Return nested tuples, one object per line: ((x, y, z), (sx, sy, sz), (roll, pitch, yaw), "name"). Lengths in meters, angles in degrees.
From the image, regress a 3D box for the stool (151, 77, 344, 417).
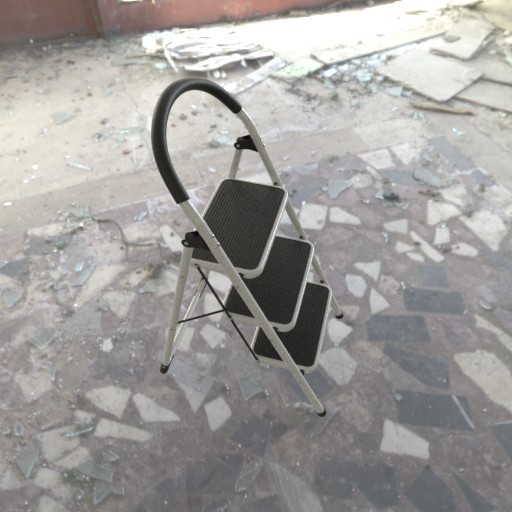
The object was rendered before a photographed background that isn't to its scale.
((0.000, 0.000, 1.469), (0.676, 1.109, 0.485), (12, 49, 10), "stool")
